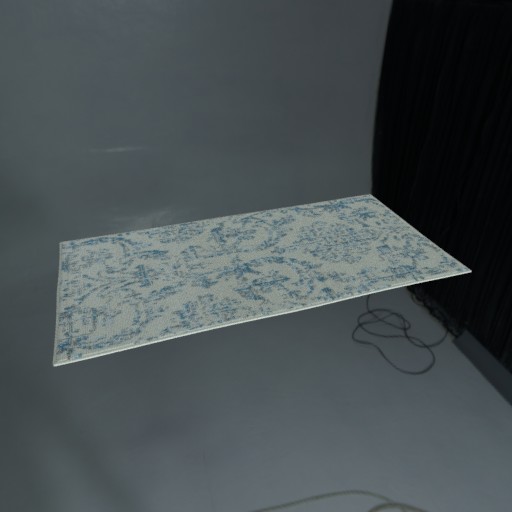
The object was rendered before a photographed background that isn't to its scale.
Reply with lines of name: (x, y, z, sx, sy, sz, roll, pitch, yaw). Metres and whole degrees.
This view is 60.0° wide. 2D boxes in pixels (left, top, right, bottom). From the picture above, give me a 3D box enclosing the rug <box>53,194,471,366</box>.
rug: (0.000, 0.000, 1.451, 1.220, 0.007, 0.605, -10, 34, -16)
